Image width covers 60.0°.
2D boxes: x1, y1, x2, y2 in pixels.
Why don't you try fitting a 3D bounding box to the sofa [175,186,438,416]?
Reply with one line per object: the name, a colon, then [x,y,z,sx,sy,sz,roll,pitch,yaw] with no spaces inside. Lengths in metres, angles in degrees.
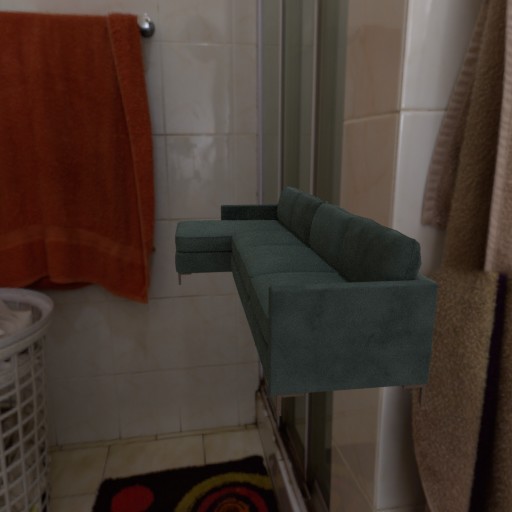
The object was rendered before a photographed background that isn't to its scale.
sofa: [0.000,0.000,3.934,1.500,0.967,3.400,-2,14,-7]
